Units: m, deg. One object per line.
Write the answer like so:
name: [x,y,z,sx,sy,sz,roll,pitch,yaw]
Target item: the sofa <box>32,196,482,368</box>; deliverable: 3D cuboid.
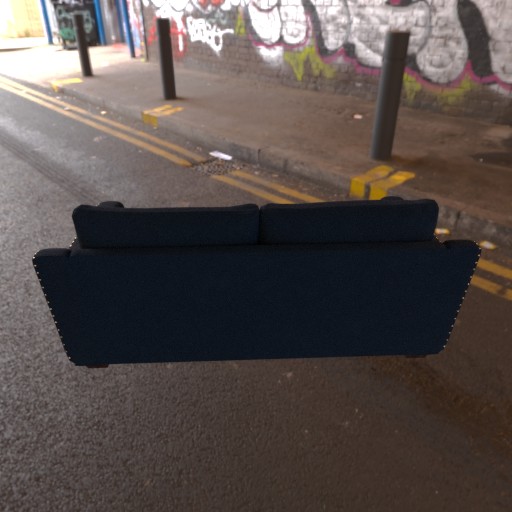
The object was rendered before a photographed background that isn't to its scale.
sofa: [0.000,0.000,2.698,2.107,0.983,1.104,-1,30,-2]
